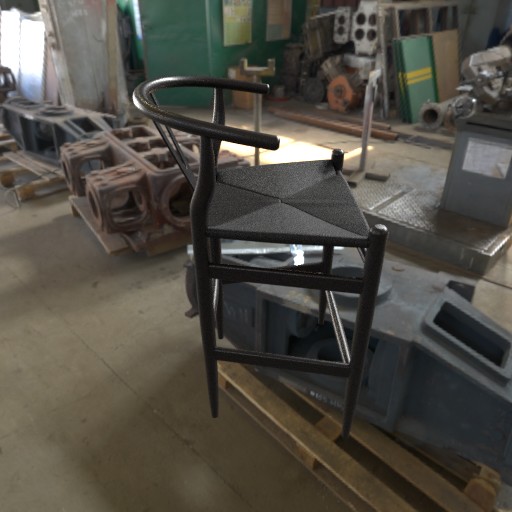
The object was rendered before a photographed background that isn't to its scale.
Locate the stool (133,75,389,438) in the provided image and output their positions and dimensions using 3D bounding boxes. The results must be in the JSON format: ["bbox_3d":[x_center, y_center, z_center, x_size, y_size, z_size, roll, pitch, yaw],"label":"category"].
[{"bbox_3d":[0.000,0.000,1.320,0.579,0.970,0.569,0,32,-1],"label":"stool"}]
